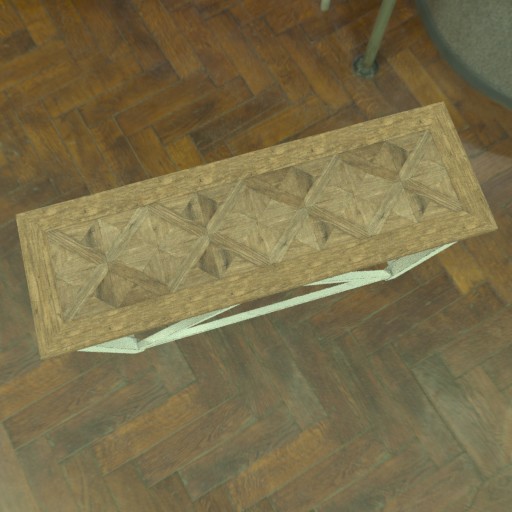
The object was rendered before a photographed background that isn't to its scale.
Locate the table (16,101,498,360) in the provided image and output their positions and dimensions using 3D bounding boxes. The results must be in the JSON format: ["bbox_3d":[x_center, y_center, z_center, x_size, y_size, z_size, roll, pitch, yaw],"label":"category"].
[{"bbox_3d":[0.000,0.000,1.801,1.400,0.930,0.450,-16,77,-4],"label":"table"}]
